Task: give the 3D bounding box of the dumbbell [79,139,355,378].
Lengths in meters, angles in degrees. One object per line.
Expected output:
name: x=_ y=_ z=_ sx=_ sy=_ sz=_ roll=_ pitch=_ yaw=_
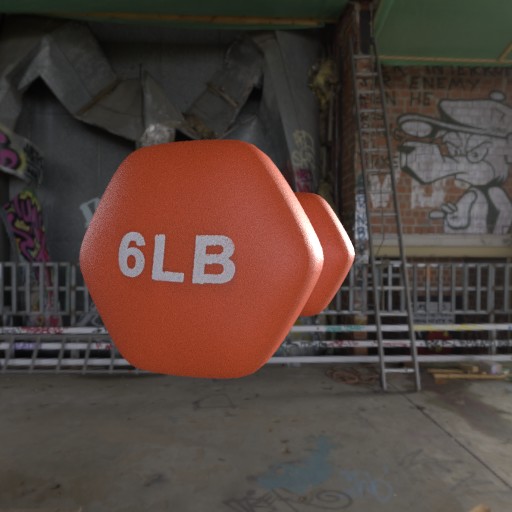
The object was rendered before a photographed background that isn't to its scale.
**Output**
dumbbell: x=0.000 y=0.000 z=0.200 sx=0.079 sy=0.071 sz=0.162 roll=0 pitch=1 yaw=17
